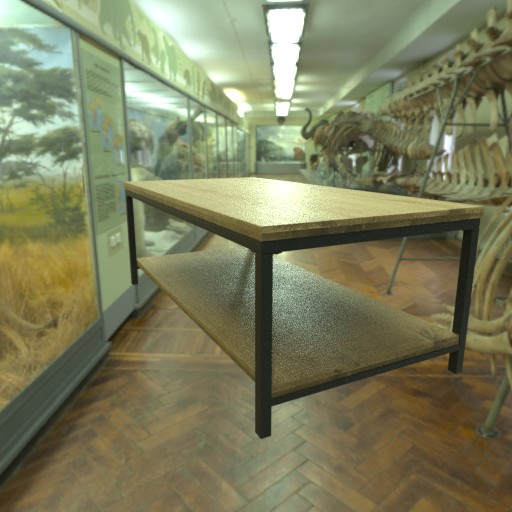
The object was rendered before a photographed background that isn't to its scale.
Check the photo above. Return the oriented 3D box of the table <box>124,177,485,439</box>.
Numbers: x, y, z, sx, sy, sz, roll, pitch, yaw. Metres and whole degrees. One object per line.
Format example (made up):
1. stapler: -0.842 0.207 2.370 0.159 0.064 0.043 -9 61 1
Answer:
1. table: 0.000 0.000 1.362 0.551 0.399 1.100 -7 15 -27
